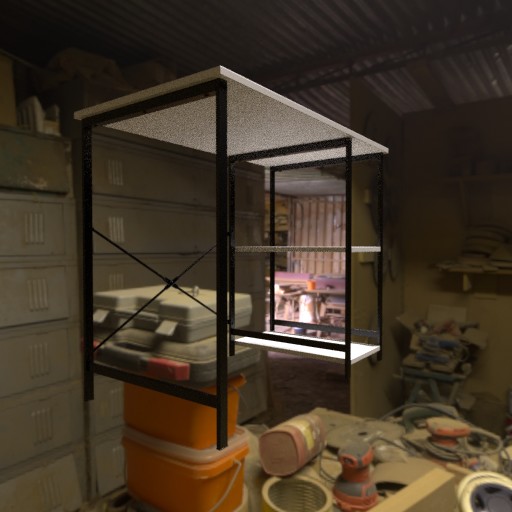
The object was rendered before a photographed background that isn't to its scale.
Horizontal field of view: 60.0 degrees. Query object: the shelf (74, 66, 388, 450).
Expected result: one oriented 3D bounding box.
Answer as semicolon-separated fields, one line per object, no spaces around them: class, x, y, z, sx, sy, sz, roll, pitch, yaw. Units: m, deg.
shelf;0.000;0.000;1.363;0.498;0.750;0.902;1;2;37
